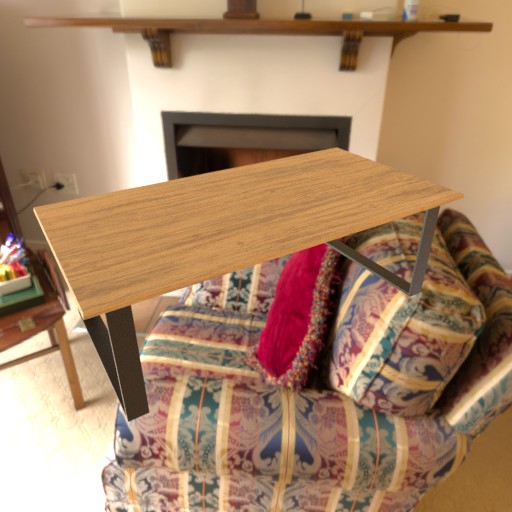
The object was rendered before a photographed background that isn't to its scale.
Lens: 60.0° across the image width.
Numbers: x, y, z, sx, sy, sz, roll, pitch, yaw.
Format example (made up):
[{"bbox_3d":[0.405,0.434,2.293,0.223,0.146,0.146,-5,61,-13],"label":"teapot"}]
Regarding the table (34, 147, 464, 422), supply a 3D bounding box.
[{"bbox_3d":[0.000,0.000,1.645,1.331,0.445,0.693,-17,34,-27],"label":"table"}]
